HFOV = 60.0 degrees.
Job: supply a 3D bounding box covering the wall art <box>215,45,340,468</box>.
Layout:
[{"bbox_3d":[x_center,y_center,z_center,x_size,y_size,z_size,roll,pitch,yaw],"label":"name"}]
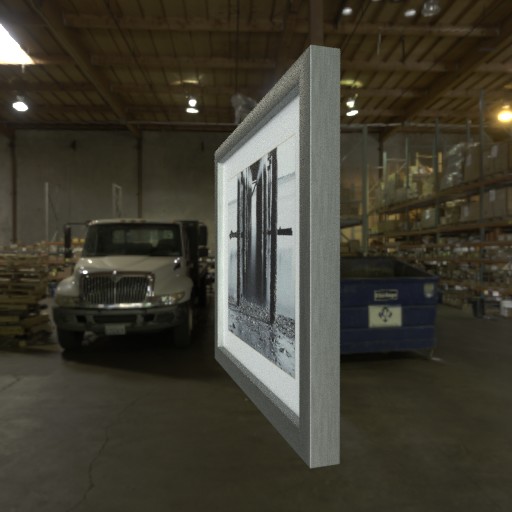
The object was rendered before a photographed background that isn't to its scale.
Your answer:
[{"bbox_3d":[0.000,0.000,0.531,0.028,0.330,0.380,0,0,-17],"label":"wall art"}]
